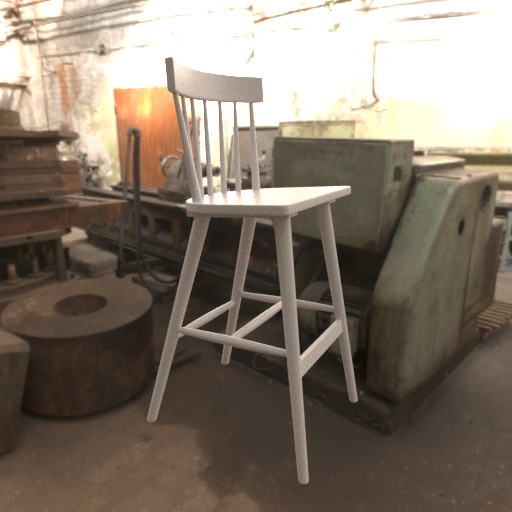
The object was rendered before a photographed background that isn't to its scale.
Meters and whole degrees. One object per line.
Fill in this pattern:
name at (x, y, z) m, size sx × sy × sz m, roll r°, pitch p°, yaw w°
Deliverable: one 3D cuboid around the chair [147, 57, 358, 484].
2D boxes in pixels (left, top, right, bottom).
chair at (0.000, 0.000, 1.371) m, size 0.572 × 1.092 × 0.483 m, roll 8°, pitch 17°, yaw 29°
